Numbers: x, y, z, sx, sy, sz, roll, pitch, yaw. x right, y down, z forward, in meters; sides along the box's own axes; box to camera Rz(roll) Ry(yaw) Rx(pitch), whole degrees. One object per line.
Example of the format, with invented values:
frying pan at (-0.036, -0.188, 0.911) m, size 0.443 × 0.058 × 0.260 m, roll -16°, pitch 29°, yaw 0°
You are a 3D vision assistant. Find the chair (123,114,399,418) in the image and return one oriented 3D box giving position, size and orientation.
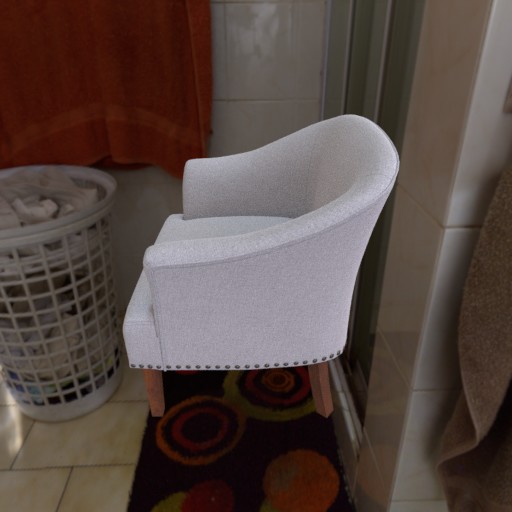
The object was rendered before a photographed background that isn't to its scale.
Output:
chair at (0.000, 0.000, 1.429) m, size 0.704 × 0.815 × 0.798 m, roll 0°, pitch 28°, yaw 0°
